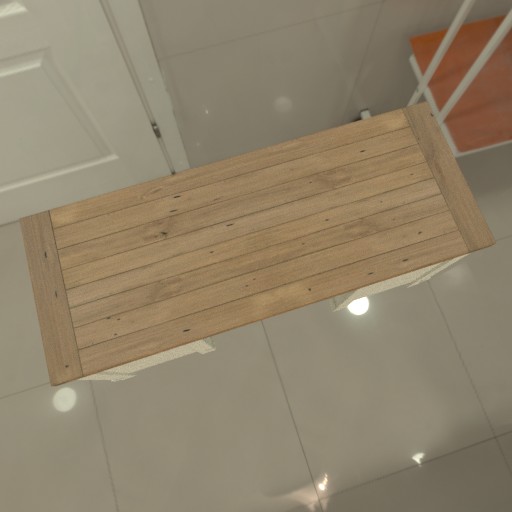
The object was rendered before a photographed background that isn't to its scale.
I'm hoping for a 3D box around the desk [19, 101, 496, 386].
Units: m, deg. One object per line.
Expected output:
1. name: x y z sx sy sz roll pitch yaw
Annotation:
1. desk: 0.000 0.000 2.158 1.803 0.760 0.688 -17 75 -5
